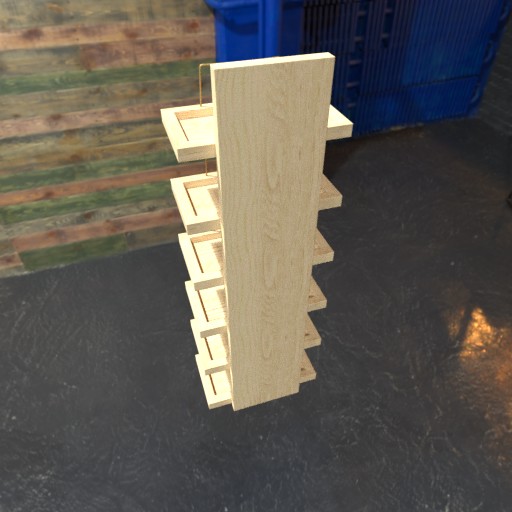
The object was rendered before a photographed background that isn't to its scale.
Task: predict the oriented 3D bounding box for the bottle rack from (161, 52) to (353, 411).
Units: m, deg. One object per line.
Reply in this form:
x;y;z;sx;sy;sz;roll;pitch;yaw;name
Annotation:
0.000;0.000;1.061;0.330;0.943;0.206;-12;42;-14;bottle rack
